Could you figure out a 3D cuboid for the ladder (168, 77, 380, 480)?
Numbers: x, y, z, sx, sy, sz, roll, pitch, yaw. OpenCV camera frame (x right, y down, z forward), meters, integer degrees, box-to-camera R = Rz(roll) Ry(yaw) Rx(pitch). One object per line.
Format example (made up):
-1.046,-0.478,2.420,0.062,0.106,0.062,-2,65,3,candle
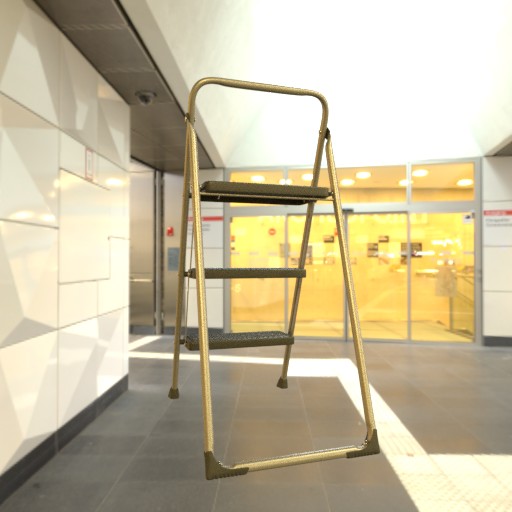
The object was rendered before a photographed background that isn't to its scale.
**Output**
0.000,0.000,1.282,0.430,0.945,0.629,0,-1,-18,ladder
